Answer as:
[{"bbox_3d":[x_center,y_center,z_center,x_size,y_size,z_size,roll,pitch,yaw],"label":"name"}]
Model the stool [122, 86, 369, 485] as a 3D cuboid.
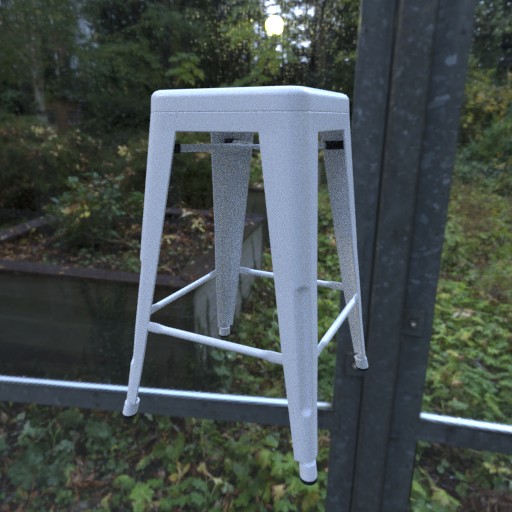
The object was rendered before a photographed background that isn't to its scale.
[{"bbox_3d":[0.000,0.000,0.879,0.406,0.610,0.406,8,19,25],"label":"stool"}]
